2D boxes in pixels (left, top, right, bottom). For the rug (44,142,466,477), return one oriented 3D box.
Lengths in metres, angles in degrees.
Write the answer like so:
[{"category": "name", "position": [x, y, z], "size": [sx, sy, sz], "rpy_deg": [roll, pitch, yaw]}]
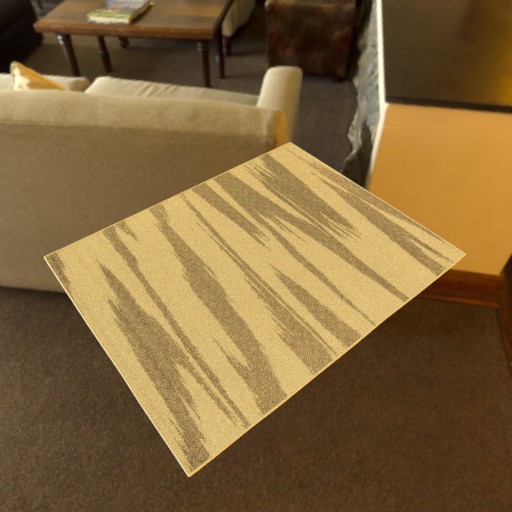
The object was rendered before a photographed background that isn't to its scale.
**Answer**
[{"category": "rug", "position": [0.000, 0.000, 3.931], "size": [2.945, 0.014, 2.353], "rpy_deg": [-31, 54, -26]}]
